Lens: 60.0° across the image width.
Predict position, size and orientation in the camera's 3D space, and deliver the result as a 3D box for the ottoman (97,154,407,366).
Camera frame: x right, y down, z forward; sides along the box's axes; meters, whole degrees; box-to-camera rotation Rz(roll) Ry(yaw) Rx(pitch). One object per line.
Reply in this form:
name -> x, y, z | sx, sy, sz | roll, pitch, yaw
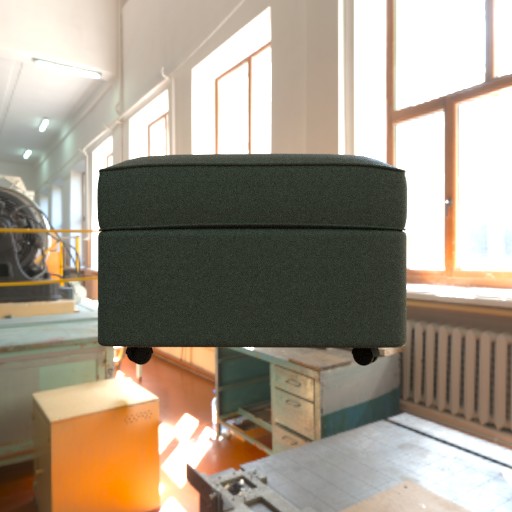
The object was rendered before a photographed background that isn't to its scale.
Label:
ottoman -> 0.000, 0.000, 1.517 | 0.681, 0.494, 1.173 | 0, 0, 1
